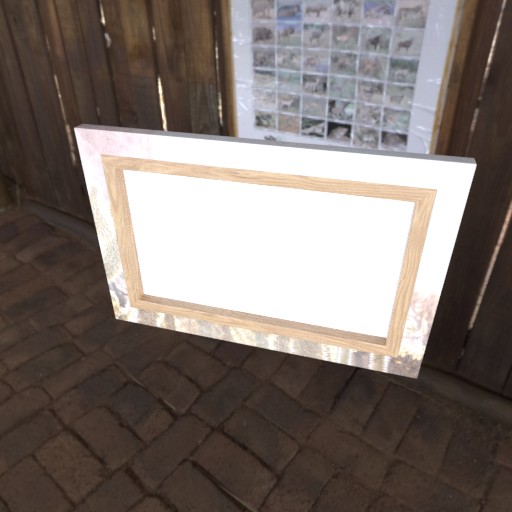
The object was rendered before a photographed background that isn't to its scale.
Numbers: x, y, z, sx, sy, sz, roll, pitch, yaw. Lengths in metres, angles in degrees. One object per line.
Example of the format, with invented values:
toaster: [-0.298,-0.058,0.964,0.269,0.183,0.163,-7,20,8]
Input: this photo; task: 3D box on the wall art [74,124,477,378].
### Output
wall art: [0.000,0.000,1.157,0.916,0.608,0.040,9,33,13]
